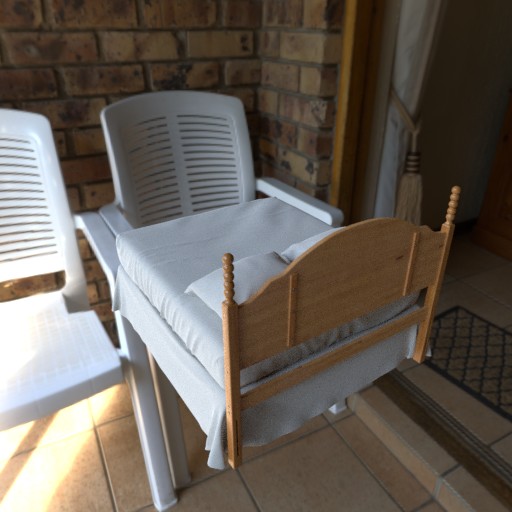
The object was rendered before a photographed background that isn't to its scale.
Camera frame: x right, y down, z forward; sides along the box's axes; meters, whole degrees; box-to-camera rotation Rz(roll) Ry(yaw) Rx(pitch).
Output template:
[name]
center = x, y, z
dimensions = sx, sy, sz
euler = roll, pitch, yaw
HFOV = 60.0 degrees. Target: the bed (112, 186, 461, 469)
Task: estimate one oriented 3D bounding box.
[bed]
center = 0.000, 0.000, 3.326
dimensions = 1.873, 1.356, 2.040
euler = -17, 32, -29
